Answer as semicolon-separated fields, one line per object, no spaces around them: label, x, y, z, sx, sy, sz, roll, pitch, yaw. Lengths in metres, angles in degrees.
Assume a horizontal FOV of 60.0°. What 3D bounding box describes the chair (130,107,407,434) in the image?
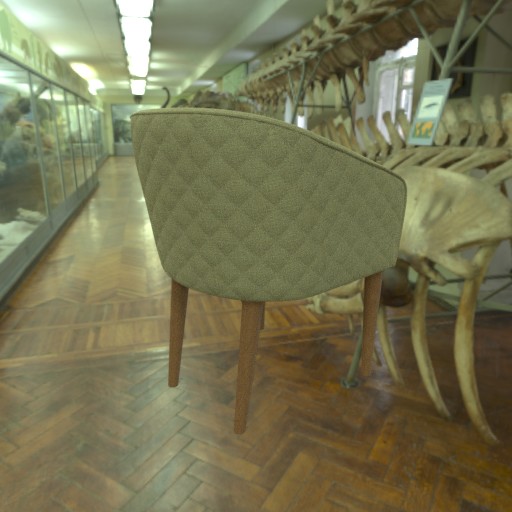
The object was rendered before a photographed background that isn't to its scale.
chair;0.000;0.000;1.249;0.616;0.775;0.584;-15;22;-43
